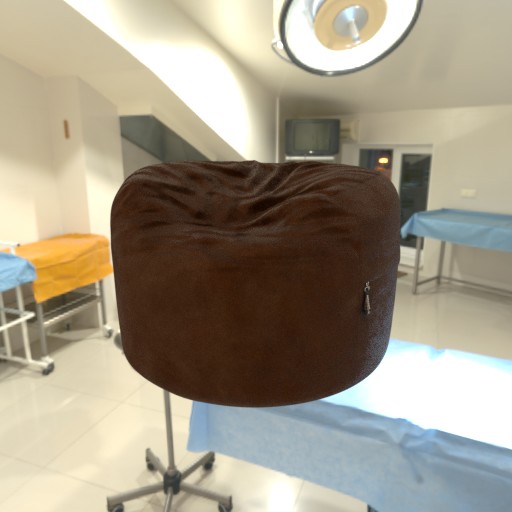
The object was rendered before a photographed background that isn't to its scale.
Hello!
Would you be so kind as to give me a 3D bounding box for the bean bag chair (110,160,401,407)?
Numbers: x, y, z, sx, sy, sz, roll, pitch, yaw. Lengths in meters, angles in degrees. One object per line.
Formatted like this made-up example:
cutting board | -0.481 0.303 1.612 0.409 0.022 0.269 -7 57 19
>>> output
bean bag chair | 0.000 0.000 1.486 0.918 0.616 0.918 0 14 0
